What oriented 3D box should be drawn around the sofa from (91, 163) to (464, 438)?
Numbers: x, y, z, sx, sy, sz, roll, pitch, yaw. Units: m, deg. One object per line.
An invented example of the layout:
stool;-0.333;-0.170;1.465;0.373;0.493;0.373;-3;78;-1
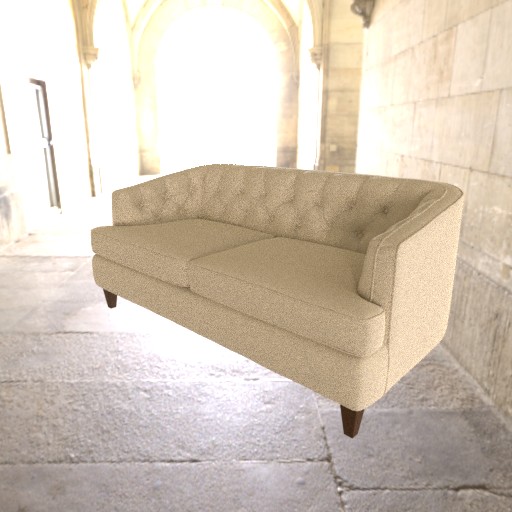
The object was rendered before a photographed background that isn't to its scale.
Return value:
sofa;0.000;0.000;2.192;1.733;0.855;0.941;15;22;41
